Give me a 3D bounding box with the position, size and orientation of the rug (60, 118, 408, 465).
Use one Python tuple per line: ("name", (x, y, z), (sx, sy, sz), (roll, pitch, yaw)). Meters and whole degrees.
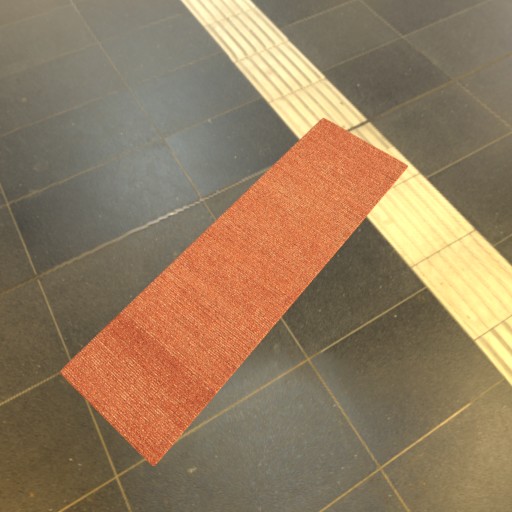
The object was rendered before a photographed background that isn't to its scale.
("rug", (0.000, 0.000, 2.570), (0.687, 0.012, 2.307), (36, 67, 18))
